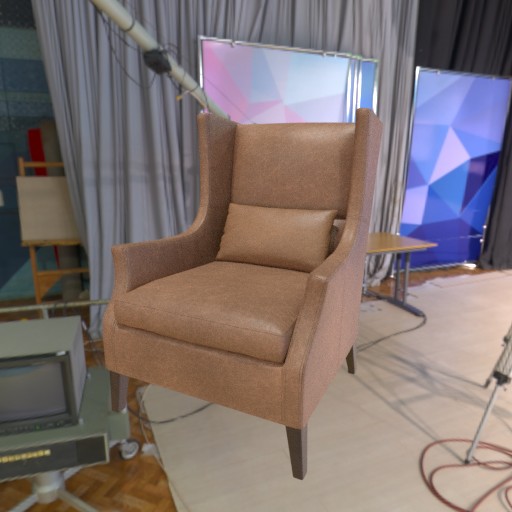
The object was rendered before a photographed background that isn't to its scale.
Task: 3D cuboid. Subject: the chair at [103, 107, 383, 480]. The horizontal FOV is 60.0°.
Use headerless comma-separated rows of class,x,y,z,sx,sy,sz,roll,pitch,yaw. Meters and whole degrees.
chair,0.000,0.000,1.711,0.815,1.088,0.913,8,17,26
